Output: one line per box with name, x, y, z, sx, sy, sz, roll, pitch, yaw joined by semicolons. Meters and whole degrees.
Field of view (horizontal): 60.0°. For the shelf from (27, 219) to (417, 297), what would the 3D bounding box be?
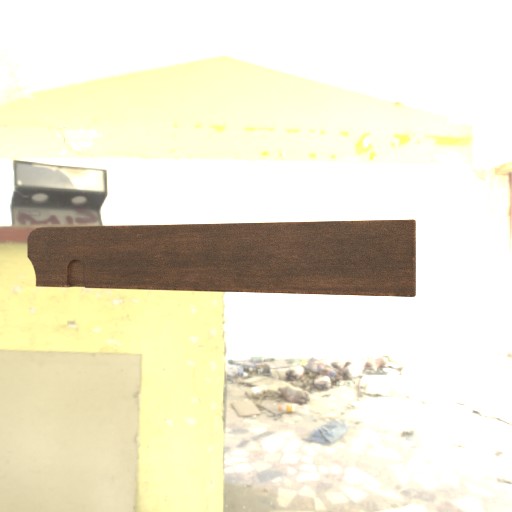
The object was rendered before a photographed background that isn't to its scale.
shelf;0.000;0.000;0.475;0.310;0.050;0.310;0;0;17
